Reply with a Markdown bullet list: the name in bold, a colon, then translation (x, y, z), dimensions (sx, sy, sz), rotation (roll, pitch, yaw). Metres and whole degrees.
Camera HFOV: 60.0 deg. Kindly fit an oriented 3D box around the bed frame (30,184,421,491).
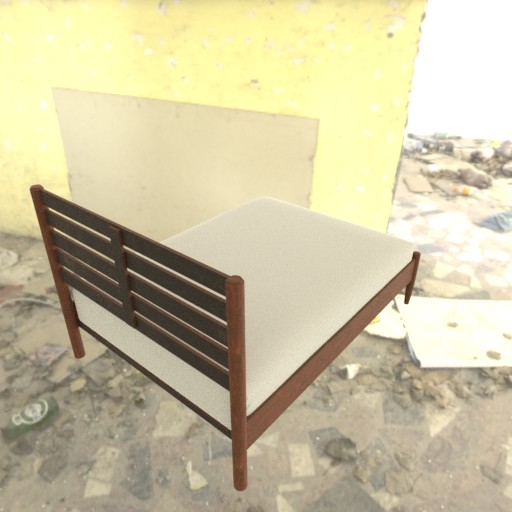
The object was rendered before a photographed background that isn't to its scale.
- **bed frame**: translation (0.000, 0.000, 3.223), dimensions (1.655, 1.321, 2.234), rotation (22, 37, 34)
